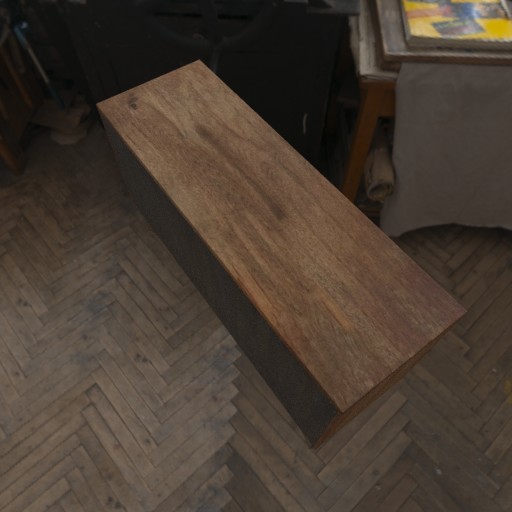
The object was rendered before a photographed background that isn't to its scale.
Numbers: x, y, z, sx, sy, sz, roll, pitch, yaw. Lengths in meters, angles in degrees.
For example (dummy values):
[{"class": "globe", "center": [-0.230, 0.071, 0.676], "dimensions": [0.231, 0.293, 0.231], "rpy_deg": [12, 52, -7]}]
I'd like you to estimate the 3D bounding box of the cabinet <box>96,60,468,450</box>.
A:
[{"class": "cabinet", "center": [0.000, 0.000, 1.781], "dimensions": [0.480, 0.812, 1.373], "rpy_deg": [-32, 64, -18]}]
